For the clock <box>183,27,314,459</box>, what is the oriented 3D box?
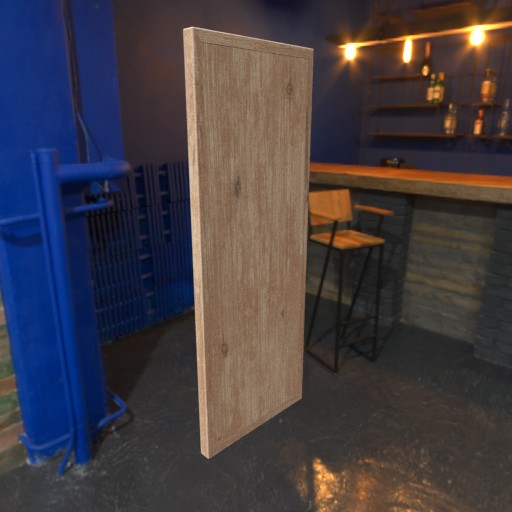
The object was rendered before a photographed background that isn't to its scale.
[{"bbox_3d":[0.000,0.000,1.088,0.361,0.965,0.030,-16,23,-42],"label":"clock"}]
